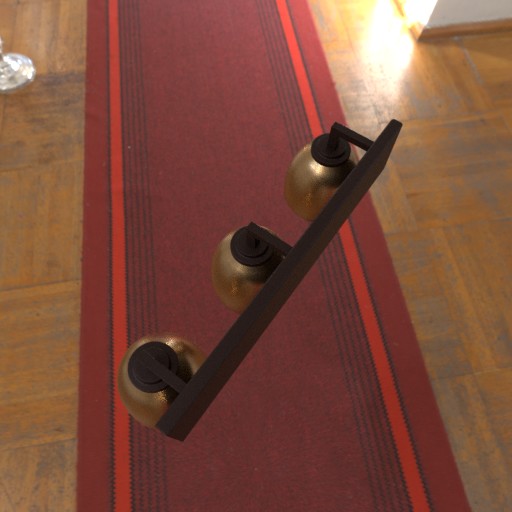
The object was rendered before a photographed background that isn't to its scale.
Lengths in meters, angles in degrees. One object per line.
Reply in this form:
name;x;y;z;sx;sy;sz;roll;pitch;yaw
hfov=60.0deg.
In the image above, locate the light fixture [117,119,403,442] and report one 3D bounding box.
light fixture;0.000;0.000;0.685;0.157;0.204;0.582;33;69;15
